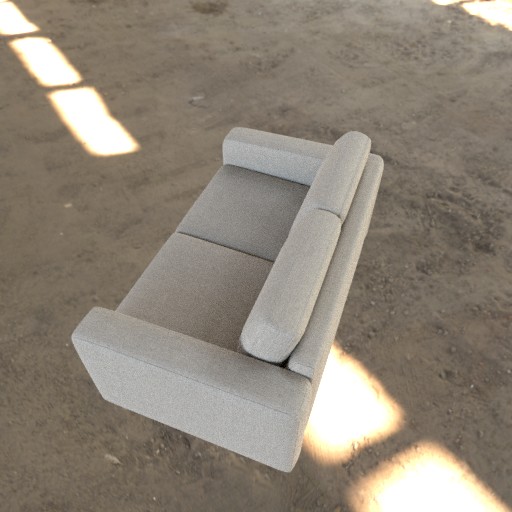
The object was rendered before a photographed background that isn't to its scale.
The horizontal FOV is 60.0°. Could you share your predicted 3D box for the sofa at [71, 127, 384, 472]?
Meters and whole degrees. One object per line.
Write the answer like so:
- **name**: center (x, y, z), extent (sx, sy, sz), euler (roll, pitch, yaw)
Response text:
- **sofa**: center (0.000, 0.000, 2.094), extent (0.900, 0.800, 1.540), euler (16, 49, 14)
